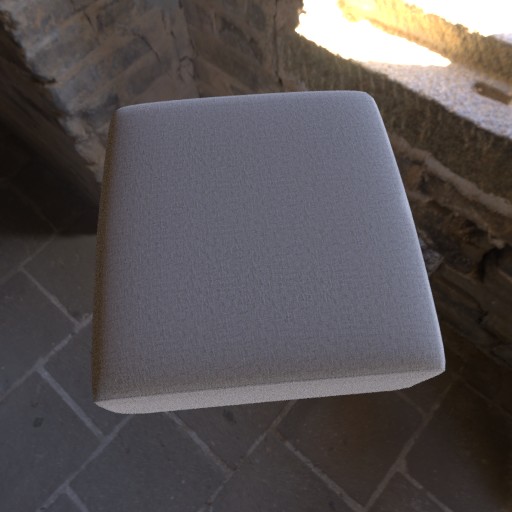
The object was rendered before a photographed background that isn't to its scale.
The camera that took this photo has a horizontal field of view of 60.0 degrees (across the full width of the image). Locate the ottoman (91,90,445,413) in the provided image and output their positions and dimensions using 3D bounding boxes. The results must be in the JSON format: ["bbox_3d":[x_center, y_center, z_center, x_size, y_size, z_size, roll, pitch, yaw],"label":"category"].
[{"bbox_3d":[0.000,0.000,1.031,0.648,0.399,0.655,-5,64,-2],"label":"ottoman"}]
